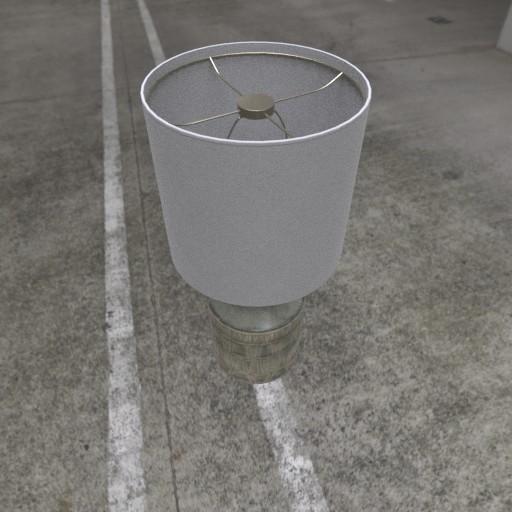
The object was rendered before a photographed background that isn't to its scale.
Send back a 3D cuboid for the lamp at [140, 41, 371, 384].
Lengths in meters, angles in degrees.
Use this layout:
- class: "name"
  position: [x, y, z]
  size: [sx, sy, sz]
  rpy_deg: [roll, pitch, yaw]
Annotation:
- class: "lamp"
  position: [0.000, 0.000, 0.572]
  size: [0.211, 0.455, 0.211]
  rpy_deg: [-11, 46, -11]
